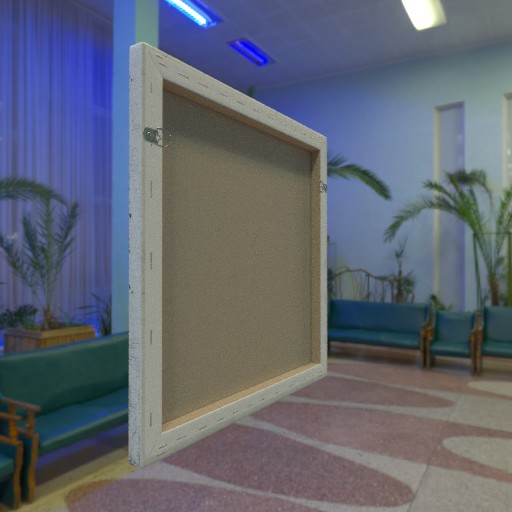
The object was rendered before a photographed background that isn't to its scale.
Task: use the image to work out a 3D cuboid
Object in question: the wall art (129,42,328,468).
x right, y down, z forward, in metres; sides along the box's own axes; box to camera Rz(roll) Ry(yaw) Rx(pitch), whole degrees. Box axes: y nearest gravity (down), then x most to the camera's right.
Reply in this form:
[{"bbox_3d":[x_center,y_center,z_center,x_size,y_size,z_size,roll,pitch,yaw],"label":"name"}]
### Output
[{"bbox_3d":[0.000,0.000,1.106,0.038,0.762,0.762,0,0,34],"label":"wall art"}]
